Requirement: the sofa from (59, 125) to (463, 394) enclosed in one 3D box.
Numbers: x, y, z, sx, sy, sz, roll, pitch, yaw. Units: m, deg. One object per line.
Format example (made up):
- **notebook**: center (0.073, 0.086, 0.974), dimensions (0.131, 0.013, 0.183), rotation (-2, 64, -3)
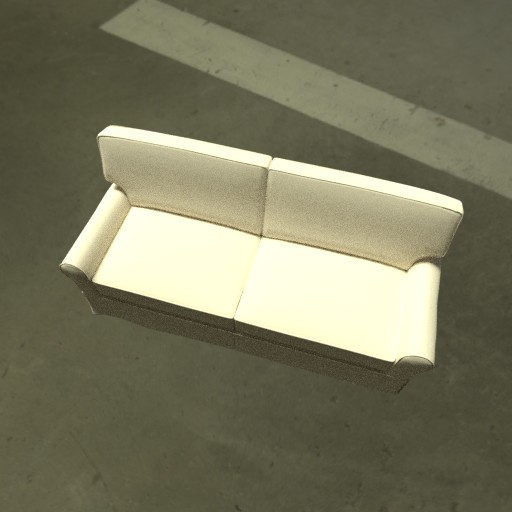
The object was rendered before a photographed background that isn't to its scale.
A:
- **sofa**: center (0.000, 0.000, 2.510), dimensions (2.021, 0.937, 0.862), rotation (14, 59, 8)
